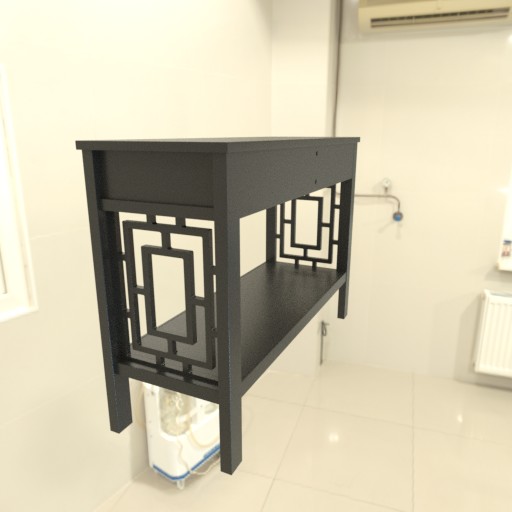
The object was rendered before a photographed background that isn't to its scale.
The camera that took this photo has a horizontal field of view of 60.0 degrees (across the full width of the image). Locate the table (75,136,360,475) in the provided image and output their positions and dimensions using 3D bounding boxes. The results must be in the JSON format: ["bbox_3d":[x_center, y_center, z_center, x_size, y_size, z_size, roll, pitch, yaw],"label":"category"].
[{"bbox_3d":[0.000,0.000,1.466,0.397,0.753,1.068,7,17,25],"label":"table"}]
